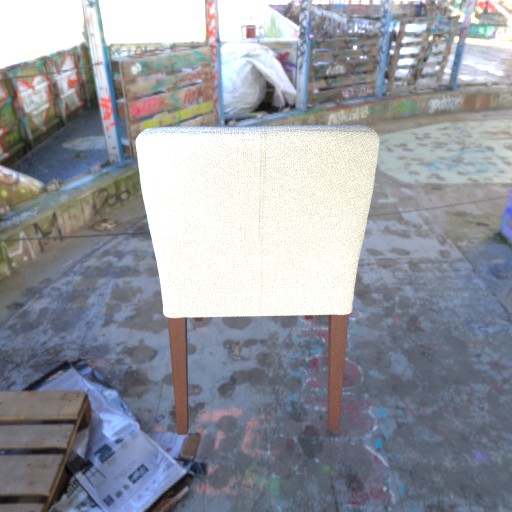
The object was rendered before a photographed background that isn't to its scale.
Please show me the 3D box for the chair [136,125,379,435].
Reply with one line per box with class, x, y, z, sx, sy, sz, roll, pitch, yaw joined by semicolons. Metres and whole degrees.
chair;0.000;0.000;1.211;0.491;0.839;0.589;-1;31;-1
